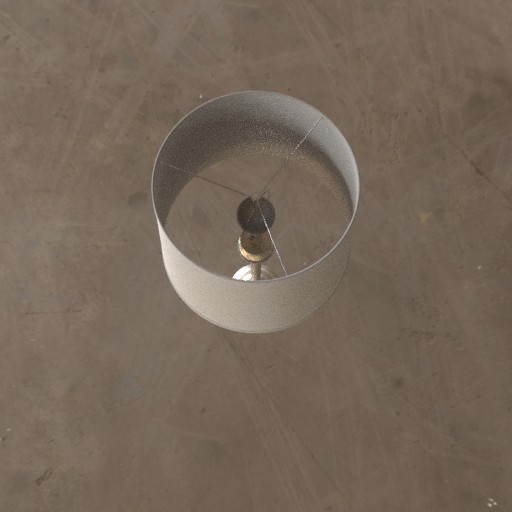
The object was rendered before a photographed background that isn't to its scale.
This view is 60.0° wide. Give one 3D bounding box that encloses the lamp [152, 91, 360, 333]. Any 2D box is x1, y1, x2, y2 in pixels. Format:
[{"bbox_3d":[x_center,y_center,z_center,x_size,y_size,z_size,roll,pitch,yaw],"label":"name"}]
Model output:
[{"bbox_3d":[0.000,0.000,0.890,0.331,0.698,0.331,0,74,0],"label":"lamp"}]
